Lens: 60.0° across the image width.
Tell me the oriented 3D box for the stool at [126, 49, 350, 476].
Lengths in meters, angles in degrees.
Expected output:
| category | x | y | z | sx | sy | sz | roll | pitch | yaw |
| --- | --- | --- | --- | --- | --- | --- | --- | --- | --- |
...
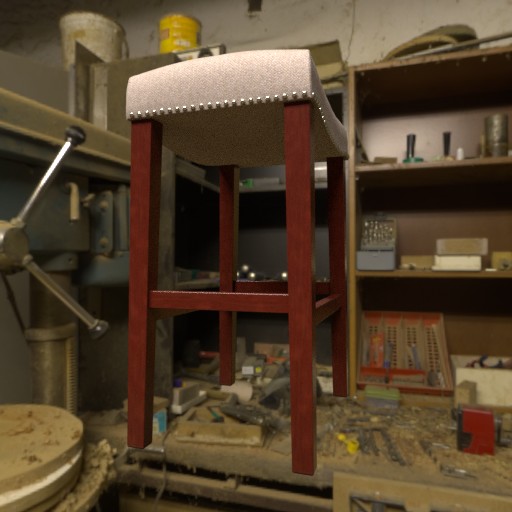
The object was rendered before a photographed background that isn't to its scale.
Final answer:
| category | x | y | z | sx | sy | sz | roll | pitch | yaw |
| --- | --- | --- | --- | --- | --- | --- | --- | --- | --- |
| stool | 0.000 | 0.000 | 1.026 | 0.372 | 0.742 | 0.504 | 0 | -1 | 19 |
